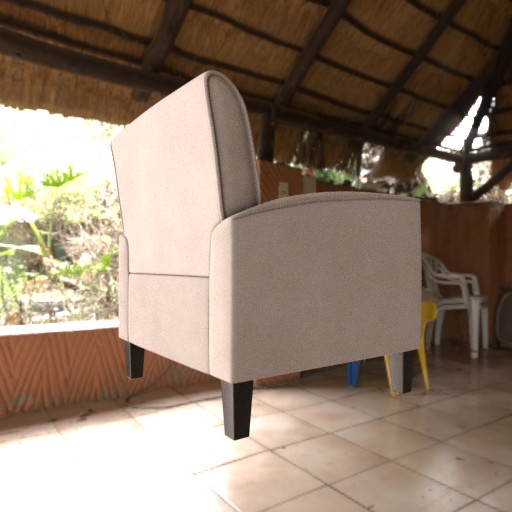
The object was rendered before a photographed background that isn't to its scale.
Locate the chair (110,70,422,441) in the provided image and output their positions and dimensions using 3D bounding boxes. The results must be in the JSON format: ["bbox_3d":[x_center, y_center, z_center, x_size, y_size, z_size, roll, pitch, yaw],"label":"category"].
[{"bbox_3d":[0.000,0.000,1.580,0.820,0.915,0.820,1,-1,-36],"label":"chair"}]
